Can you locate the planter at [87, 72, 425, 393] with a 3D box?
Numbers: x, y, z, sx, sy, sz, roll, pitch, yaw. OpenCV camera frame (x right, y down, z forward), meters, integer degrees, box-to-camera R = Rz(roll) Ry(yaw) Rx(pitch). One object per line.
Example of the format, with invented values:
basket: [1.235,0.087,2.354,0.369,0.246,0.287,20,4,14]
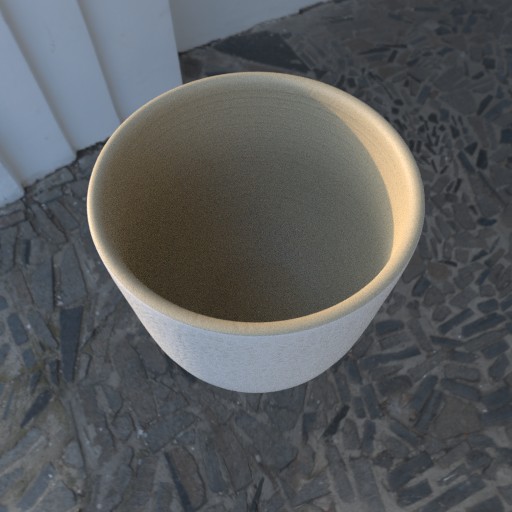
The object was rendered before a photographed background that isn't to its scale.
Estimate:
planter: [0.000,0.000,0.357,0.208,0.190,0.208,0,59,0]
